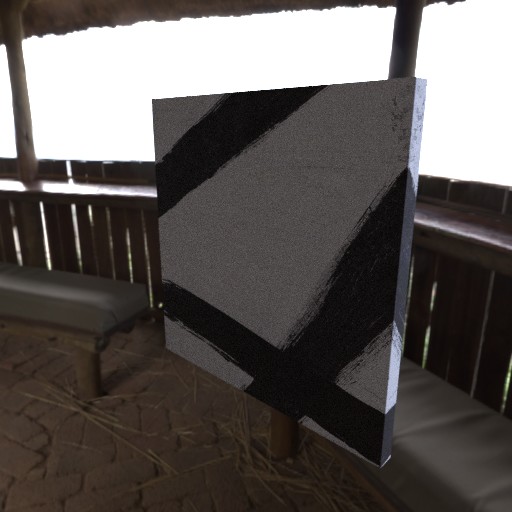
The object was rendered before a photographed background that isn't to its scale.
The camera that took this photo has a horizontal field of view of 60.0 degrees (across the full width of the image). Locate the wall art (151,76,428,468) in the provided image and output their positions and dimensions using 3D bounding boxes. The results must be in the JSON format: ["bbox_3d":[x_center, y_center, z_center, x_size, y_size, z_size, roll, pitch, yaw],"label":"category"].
[{"bbox_3d":[0.000,0.000,1.093,0.765,0.765,0.046,15,22,42],"label":"wall art"}]
